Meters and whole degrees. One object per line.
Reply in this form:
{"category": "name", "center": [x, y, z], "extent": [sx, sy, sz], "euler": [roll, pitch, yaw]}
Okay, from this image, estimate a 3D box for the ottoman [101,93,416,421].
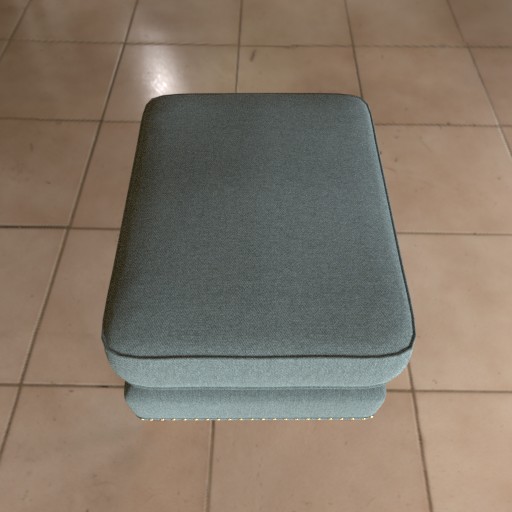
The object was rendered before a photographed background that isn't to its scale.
{"category": "ottoman", "center": [0.000, 0.000, 1.126], "extent": [0.589, 0.537, 0.738], "euler": [0, 58, 0]}
